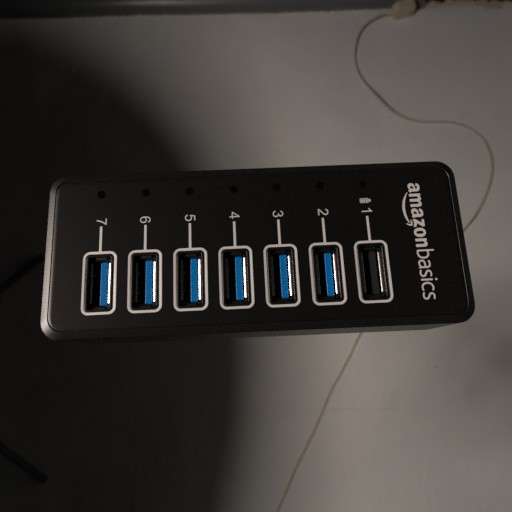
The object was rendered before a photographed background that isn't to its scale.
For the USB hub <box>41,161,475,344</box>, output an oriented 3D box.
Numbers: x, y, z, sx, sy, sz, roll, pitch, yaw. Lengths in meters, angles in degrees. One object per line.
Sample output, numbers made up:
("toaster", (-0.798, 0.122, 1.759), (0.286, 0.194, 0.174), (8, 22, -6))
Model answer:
("USB hub", (0.000, 0.000, 0.126), (0.110, 0.023, 0.044), (-2, 76, -1))
